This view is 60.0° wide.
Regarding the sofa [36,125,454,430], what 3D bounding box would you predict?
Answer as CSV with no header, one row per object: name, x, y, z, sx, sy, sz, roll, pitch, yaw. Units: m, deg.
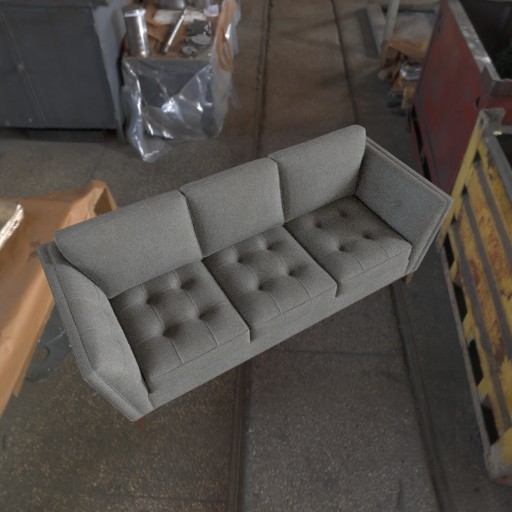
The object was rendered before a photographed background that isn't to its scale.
sofa,0.000,0.000,2.905,2.387,0.940,0.965,-24,52,-20
